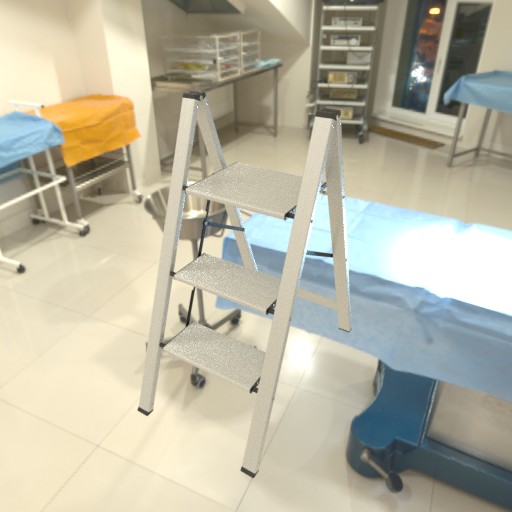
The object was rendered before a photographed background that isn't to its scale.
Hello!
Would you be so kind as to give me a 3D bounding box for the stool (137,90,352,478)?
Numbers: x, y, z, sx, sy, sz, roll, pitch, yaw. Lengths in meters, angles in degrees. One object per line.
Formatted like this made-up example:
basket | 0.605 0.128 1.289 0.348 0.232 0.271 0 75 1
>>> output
stool | 0.000 0.000 1.336 0.441 0.902 0.730 18 35 27
